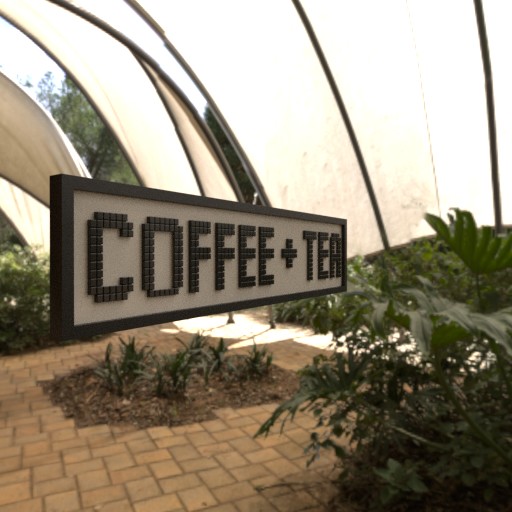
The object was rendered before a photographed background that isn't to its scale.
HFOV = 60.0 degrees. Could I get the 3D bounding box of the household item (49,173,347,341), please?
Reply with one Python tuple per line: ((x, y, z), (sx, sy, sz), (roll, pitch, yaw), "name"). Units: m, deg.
((0.000, 0.000, 1.041), (0.030, 0.236, 1.001), (0, 0, 35), "household item")
